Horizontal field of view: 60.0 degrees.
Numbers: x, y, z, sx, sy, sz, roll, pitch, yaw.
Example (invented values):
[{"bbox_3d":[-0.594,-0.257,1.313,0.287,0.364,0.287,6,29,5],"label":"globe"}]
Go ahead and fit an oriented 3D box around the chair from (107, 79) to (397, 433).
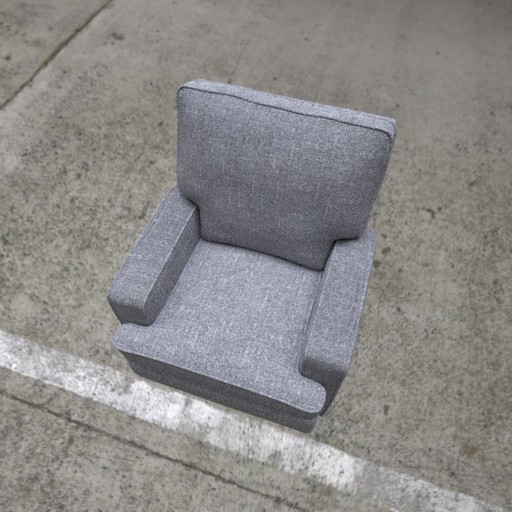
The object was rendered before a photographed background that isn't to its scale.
[{"bbox_3d":[0.000,0.000,1.671,0.861,0.962,0.964,15,58,10],"label":"chair"}]
